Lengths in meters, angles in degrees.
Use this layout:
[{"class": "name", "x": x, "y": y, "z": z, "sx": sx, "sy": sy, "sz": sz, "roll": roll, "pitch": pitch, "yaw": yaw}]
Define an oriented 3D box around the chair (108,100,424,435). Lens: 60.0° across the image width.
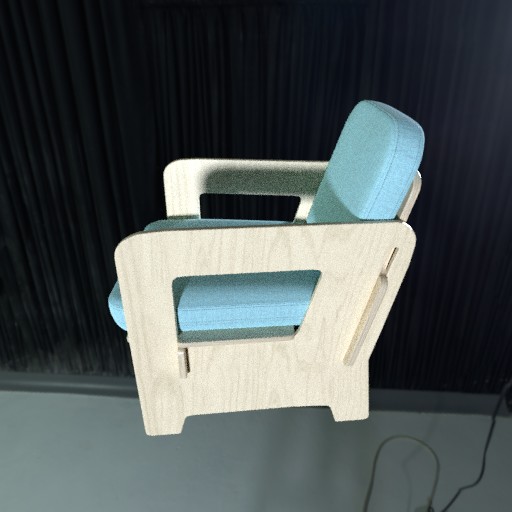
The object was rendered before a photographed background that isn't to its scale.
[{"class": "chair", "x": 0.000, "y": 0.000, "z": 1.239, "sx": 0.710, "sy": 0.800, "sz": 0.590, "roll": 0, "pitch": 27, "yaw": 0}]
